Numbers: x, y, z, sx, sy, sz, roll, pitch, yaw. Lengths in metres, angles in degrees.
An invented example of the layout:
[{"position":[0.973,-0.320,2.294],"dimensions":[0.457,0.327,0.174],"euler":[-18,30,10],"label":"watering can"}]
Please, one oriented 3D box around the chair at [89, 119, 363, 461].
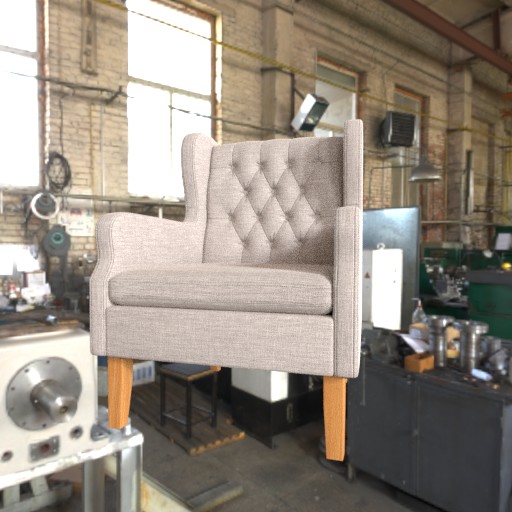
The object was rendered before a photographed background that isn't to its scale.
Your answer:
[{"position":[0.000,0.000,1.442],"dimensions":[0.710,0.930,0.760],"euler":[1,2,17],"label":"chair"}]
